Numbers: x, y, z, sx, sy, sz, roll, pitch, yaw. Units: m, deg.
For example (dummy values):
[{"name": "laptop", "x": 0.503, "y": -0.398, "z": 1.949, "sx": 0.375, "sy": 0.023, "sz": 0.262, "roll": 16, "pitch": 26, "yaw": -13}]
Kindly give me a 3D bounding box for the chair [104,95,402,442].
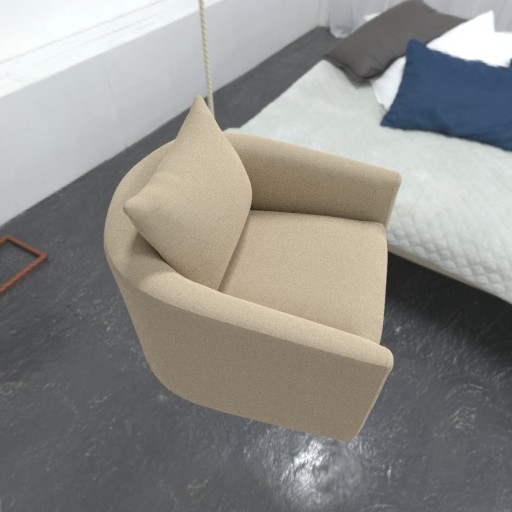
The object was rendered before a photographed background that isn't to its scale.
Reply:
[{"name": "chair", "x": 0.000, "y": 0.000, "z": 1.545, "sx": 0.910, "sy": 0.848, "sz": 0.845, "roll": 10, "pitch": 48, "yaw": 9}]
